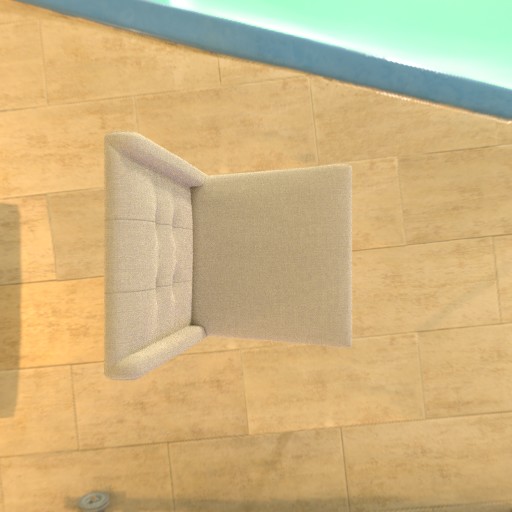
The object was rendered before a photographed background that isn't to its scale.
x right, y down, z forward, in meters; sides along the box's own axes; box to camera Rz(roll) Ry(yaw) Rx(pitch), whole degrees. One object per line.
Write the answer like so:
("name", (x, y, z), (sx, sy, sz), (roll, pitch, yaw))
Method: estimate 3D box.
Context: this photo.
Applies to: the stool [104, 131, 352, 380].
("stool", (0.000, 0.000, 1.223), (0.509, 0.939, 0.474), (0, 90, 2))
